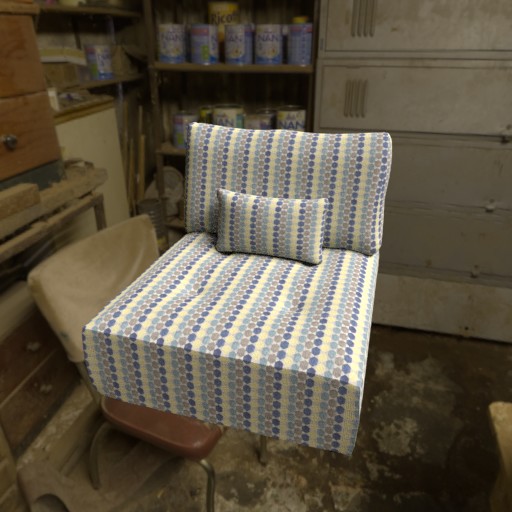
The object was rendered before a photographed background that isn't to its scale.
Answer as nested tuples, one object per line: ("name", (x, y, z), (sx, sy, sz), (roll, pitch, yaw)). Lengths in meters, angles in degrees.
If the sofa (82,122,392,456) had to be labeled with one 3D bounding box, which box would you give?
("sofa", (0.000, 0.000, 1.728), (0.930, 0.830, 1.000), (8, 27, 15))
